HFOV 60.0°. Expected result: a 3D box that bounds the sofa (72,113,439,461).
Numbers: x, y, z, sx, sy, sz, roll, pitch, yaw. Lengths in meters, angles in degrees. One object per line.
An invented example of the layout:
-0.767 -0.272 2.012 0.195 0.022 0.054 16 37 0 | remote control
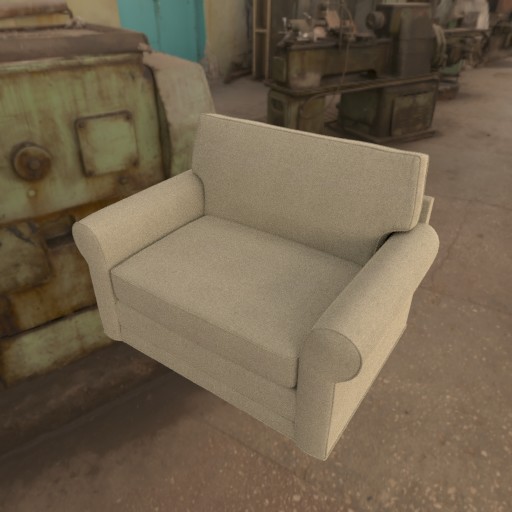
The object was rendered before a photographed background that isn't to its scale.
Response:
0.000 0.000 2.025 1.405 0.991 0.936 20 37 29 | sofa
